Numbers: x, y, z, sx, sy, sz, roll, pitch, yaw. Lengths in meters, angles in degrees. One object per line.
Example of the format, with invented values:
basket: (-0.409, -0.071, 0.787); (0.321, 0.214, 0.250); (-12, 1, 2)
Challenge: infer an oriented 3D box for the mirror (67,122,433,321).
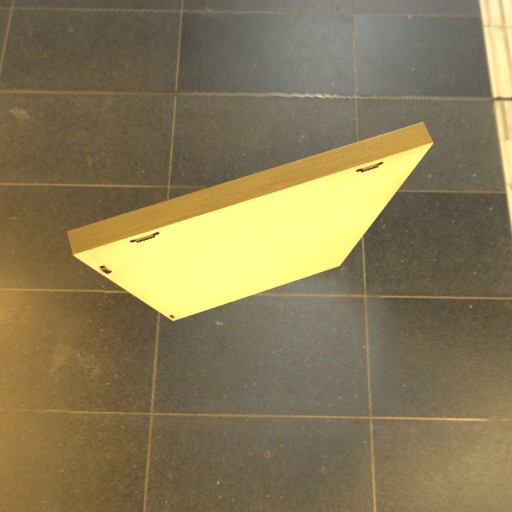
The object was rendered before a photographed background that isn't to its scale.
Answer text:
mirror: (0.000, 0.000, 0.938); (0.507, 0.710, 0.040); (-18, 76, -5)
